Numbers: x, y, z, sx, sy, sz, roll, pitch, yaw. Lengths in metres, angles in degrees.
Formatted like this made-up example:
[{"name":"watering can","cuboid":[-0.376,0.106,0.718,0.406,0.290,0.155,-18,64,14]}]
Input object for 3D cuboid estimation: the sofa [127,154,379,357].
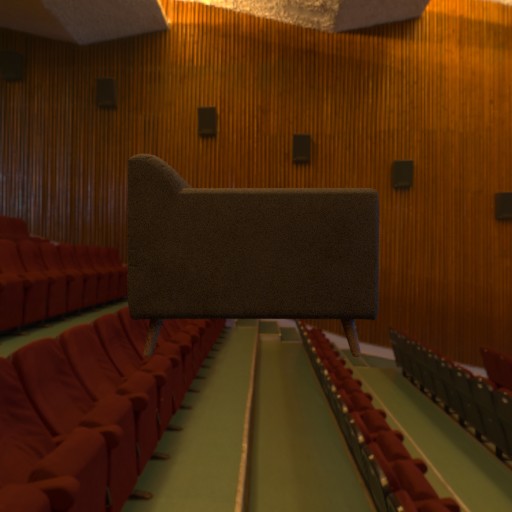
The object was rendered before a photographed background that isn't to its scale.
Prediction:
[{"name":"sofa","cuboid":[0.000,0.000,2.642,0.900,0.740,2.190,0,0,1]}]
